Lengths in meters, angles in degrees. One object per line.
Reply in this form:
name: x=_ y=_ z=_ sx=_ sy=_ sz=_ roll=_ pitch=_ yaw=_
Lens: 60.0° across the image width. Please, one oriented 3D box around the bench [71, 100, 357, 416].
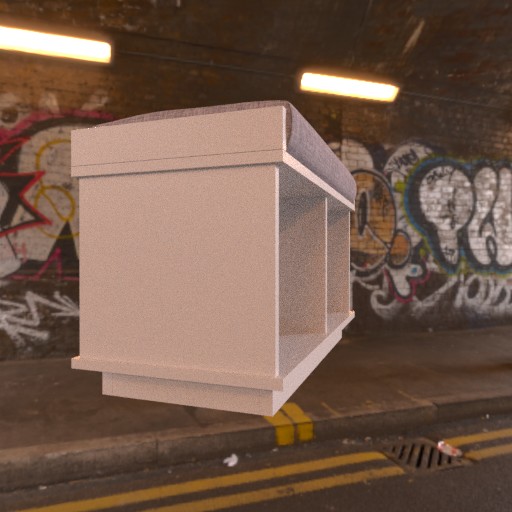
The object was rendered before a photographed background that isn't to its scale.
bench: x=0.000 y=0.000 z=0.990 sx=0.362 sy=0.461 sz=0.734 roll=0 pitch=0 yaw=20
